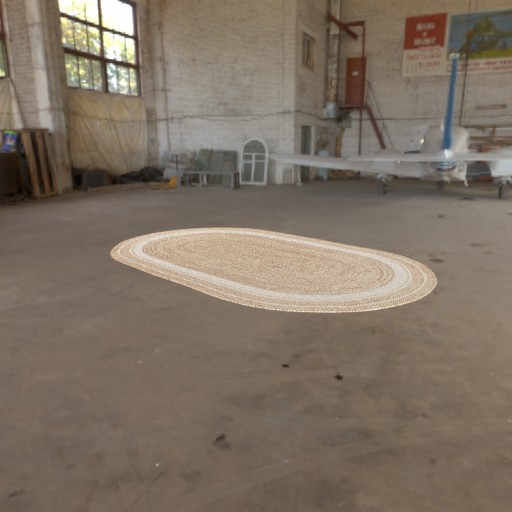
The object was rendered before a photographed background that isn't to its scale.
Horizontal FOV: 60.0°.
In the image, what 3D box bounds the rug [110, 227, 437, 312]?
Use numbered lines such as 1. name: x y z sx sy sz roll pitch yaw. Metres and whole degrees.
1. rug: 0.000 0.000 3.114 2.432 0.006 1.520 13 19 43
